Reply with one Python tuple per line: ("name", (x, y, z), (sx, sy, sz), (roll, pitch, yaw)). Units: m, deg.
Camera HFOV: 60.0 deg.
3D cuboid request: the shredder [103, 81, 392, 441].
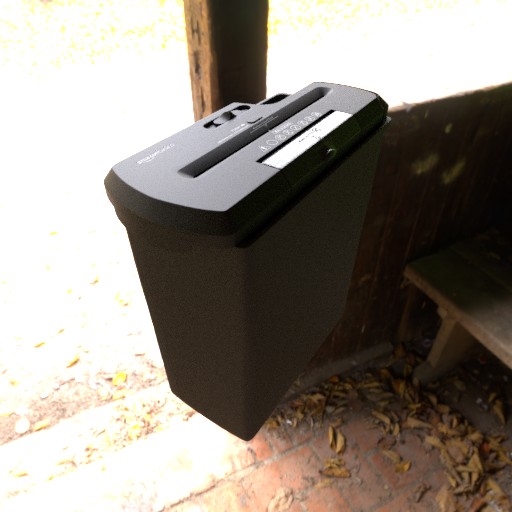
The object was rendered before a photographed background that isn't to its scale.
("shredder", (0.000, 0.000, 0.520), (0.170, 0.335, 0.320), (24, 45, 26))
